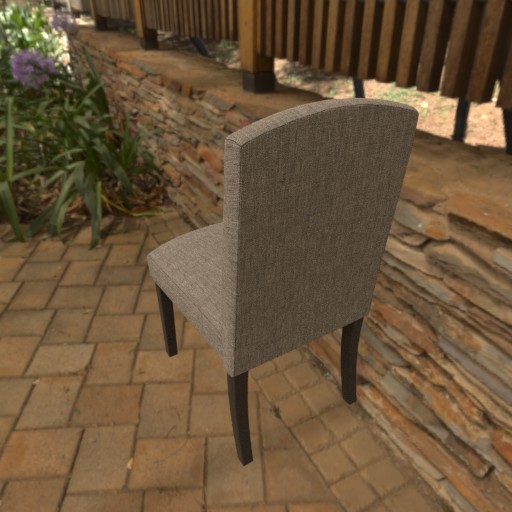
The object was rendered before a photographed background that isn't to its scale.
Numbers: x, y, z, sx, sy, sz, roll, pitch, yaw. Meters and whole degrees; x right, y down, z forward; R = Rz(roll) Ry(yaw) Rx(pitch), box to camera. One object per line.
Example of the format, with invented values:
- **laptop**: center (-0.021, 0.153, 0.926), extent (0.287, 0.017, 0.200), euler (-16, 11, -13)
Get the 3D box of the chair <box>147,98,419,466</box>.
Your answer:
- **chair**: center (0.000, 0.000, 1.230), extent (0.451, 0.917, 0.580), euler (-18, 35, -28)
